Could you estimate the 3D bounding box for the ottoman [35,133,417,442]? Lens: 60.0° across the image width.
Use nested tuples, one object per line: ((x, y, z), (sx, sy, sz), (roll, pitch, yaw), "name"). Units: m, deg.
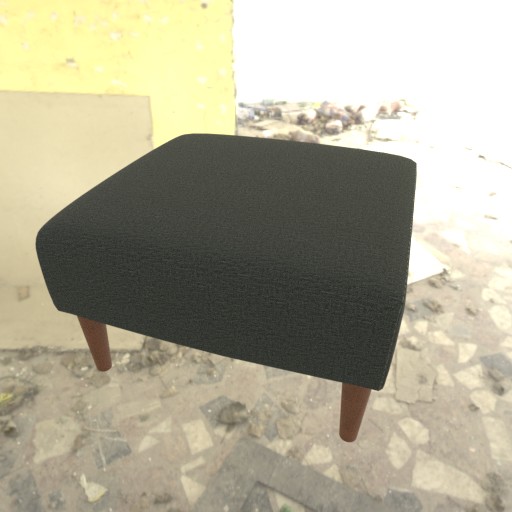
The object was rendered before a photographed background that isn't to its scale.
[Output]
((0.000, 0.000, 1.033), (0.650, 0.398, 0.649), (10, 34, 16), "ottoman")
